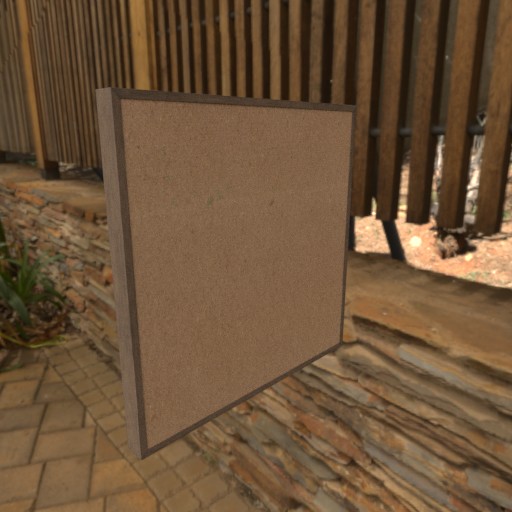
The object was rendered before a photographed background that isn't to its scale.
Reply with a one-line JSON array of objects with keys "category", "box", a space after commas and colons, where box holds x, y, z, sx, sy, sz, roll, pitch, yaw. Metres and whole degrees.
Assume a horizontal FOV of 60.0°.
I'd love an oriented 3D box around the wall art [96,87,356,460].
[{"category": "wall art", "box": [0.000, 0.000, 0.761, 0.038, 0.508, 0.508, 15, 22, 43]}]
